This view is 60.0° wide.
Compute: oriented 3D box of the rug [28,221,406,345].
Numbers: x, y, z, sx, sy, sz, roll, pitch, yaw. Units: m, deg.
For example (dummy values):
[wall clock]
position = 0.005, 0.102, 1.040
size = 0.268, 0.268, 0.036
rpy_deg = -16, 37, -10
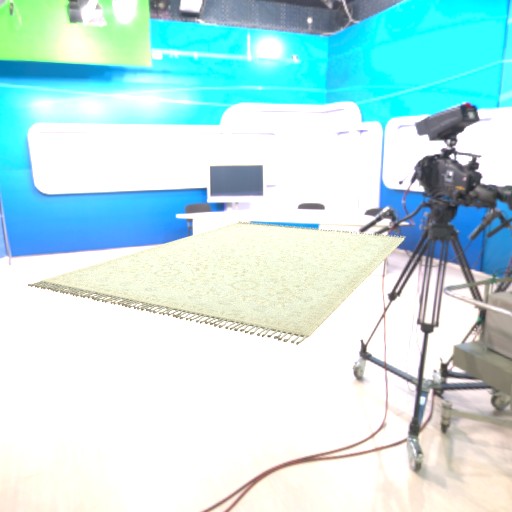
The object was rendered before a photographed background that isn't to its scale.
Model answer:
[rug]
position = 0.000, 0.000, 2.328
size = 1.223, 0.015, 1.771
rpy_deg = 7, 16, 27
